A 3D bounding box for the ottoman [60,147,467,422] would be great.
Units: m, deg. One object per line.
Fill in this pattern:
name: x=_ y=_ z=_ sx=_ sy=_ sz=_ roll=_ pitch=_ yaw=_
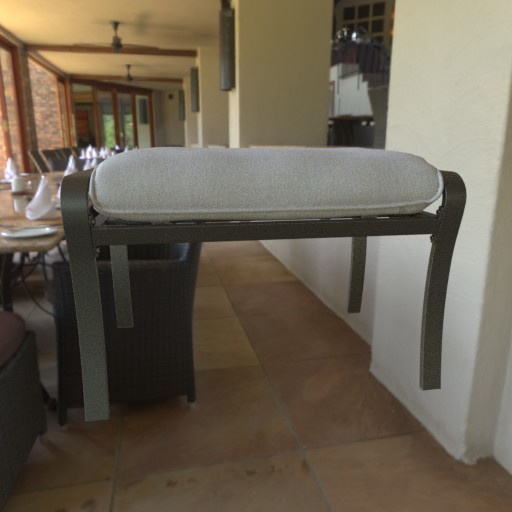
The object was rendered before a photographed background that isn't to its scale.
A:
ottoman: x=0.000 y=0.000 z=0.880 sx=0.610 sy=0.422 sz=0.406 roll=-2 pitch=14 yaw=-9
